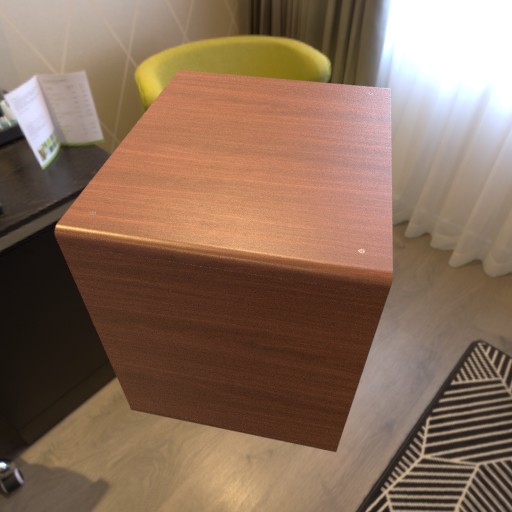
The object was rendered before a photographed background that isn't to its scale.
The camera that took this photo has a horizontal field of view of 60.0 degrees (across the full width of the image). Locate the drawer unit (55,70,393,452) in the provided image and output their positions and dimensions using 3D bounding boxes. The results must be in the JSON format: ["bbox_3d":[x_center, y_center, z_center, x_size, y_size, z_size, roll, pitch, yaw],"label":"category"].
[{"bbox_3d":[0.000,0.000,0.610,0.290,0.351,0.349,8,46,8],"label":"drawer unit"}]
